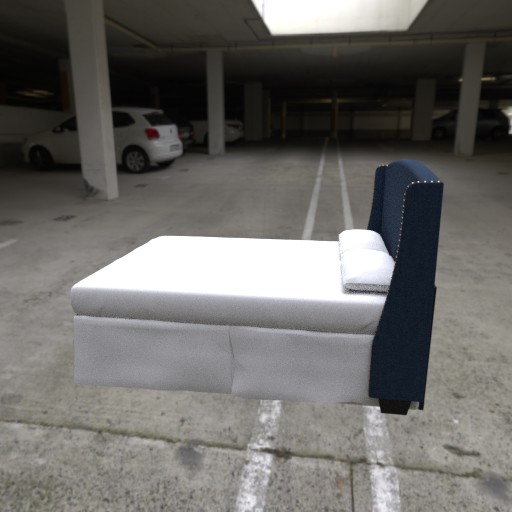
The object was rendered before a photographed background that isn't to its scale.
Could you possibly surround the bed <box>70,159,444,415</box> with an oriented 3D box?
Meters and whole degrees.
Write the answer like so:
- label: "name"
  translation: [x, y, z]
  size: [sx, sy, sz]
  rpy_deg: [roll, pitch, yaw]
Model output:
- label: "bed"
  translation: [0.000, 0.000, 3.274]
  size: [2.223, 1.402, 1.604]
  rpy_deg: [2, 15, 9]
